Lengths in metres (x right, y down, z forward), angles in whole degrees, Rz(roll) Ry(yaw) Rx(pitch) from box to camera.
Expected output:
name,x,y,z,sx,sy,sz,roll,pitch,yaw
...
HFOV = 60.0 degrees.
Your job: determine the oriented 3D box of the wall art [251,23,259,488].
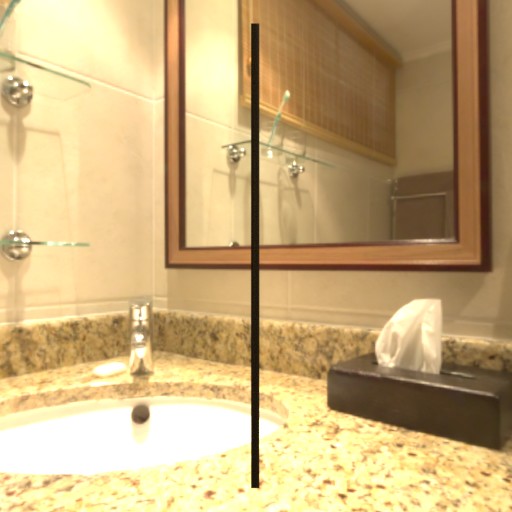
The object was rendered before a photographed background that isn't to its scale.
name,x,y,z,sx,sy,sz,roll,pitch,yaw
wall art,0.000,0.000,0.855,0.012,0.661,0.451,0,0,0
